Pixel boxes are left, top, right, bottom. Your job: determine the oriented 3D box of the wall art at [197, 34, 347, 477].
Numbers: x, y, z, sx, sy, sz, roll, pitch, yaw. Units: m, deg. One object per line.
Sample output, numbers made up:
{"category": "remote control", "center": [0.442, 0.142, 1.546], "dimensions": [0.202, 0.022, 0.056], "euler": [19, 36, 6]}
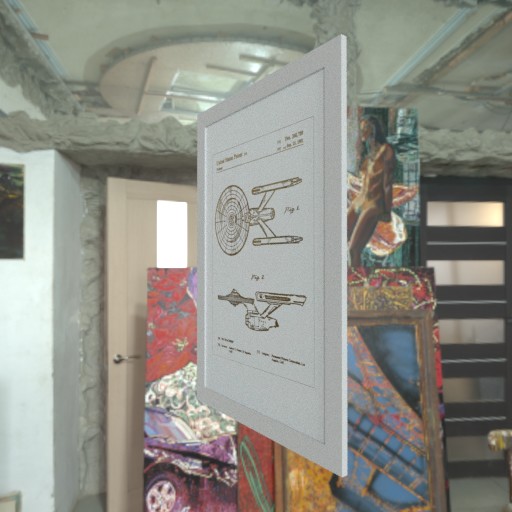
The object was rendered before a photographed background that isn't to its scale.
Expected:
{"category": "wall art", "center": [0.000, 0.000, 0.846], "dimensions": [0.011, 0.659, 0.454], "euler": [0, -1, -36]}
